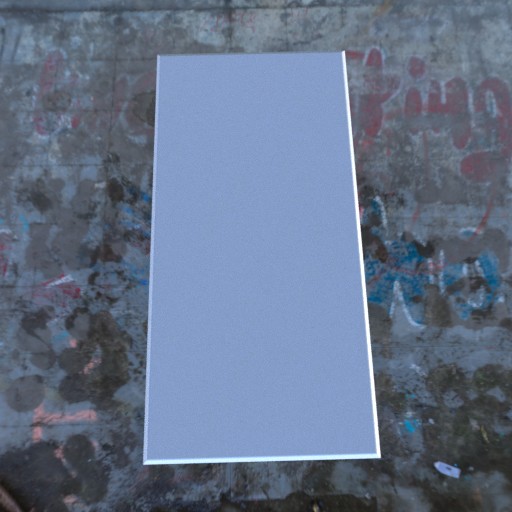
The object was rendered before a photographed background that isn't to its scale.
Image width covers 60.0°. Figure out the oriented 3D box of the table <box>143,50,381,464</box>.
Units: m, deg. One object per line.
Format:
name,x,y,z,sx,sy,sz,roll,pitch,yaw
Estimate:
table,0.000,0.000,1.404,0.551,0.506,1.109,-1,76,0
